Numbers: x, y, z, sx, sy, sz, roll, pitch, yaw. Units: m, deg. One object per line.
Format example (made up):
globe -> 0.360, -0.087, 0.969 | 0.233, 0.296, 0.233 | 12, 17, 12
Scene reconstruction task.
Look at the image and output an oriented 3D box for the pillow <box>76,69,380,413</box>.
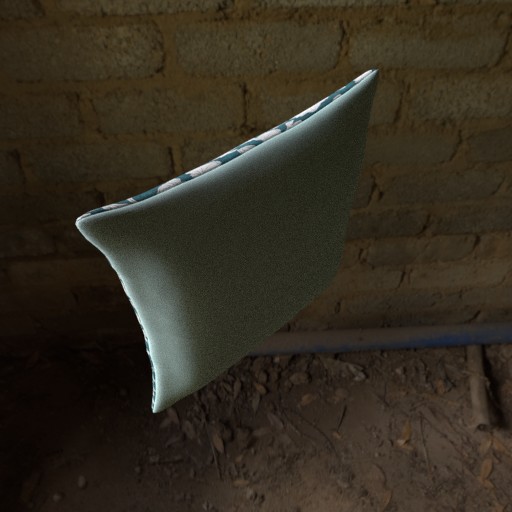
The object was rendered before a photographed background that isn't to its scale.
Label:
pillow -> 0.000, 0.000, 0.774 | 0.525, 0.508, 0.166 | -34, 56, -27
